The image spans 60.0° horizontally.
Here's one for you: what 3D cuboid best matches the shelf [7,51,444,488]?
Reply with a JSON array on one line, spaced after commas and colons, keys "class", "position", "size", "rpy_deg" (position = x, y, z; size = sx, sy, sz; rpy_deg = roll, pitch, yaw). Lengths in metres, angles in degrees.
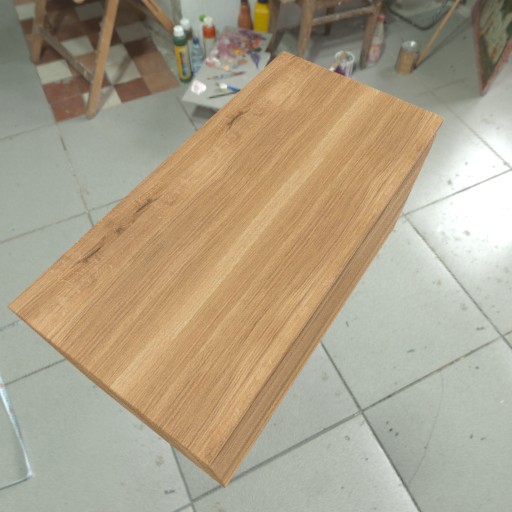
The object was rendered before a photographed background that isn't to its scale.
[{"class": "shelf", "position": [0.000, 0.000, 0.979], "size": [0.400, 0.400, 0.800], "rpy_deg": [31, 63, 17]}]
